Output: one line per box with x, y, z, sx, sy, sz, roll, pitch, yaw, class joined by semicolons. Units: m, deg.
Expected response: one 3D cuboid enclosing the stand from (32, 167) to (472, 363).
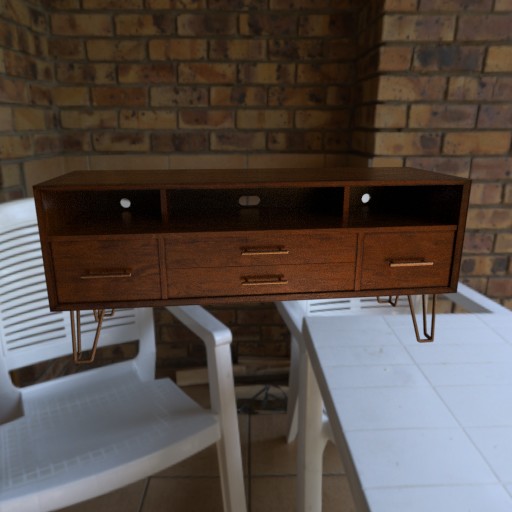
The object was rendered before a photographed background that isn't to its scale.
0.000;0.000;1.678;1.372;0.610;0.481;-2;16;-7;stand
